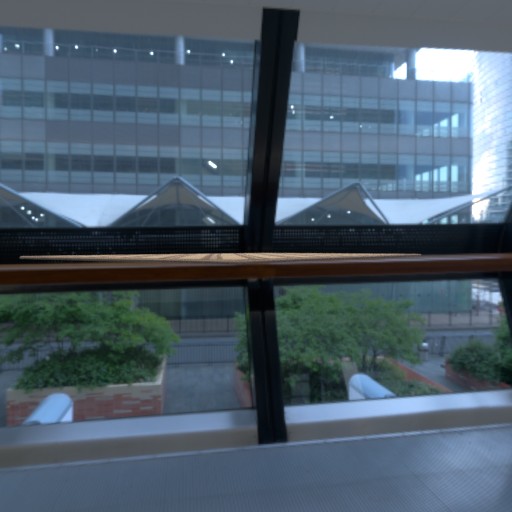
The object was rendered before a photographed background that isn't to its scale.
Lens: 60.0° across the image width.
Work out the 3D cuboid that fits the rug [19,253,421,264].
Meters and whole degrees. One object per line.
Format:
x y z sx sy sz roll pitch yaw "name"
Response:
0.000 0.000 2.087 1.066 0.011 1.677 1 1 35 "rug"
